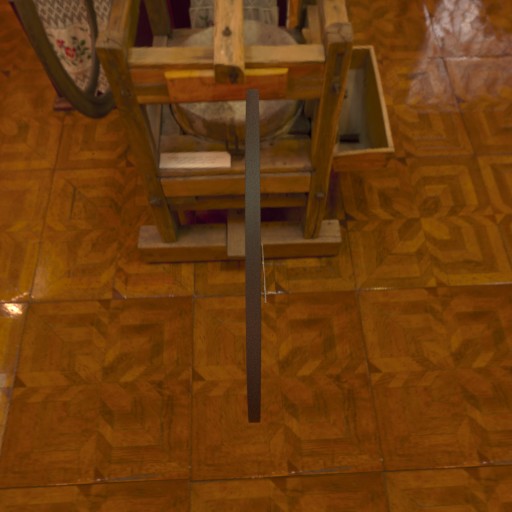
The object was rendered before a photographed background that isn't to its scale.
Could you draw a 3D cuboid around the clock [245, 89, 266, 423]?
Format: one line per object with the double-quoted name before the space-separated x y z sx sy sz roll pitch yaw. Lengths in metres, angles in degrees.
"clock" 0.000 0.000 0.846 0.029 0.595 0.595 0 64 0
